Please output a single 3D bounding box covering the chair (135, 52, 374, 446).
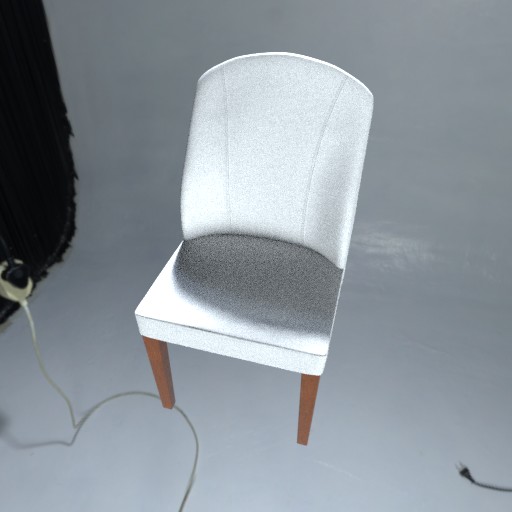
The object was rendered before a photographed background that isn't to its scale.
[{"bbox_3d":[0.000,0.000,1.188,0.472,0.893,0.540,10,40,12],"label":"chair"}]
